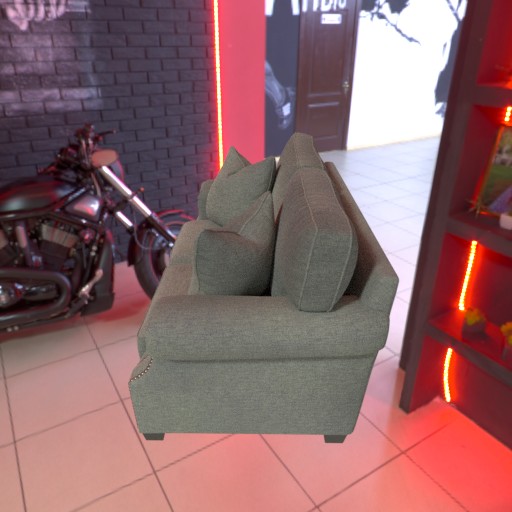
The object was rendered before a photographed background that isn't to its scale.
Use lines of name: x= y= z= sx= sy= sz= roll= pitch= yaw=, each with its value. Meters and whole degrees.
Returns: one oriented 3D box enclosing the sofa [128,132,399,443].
sofa: x=0.000 y=0.000 z=2.270 sx=0.966 sy=0.966 sz=1.701 roll=0 pitch=26 yaw=1
